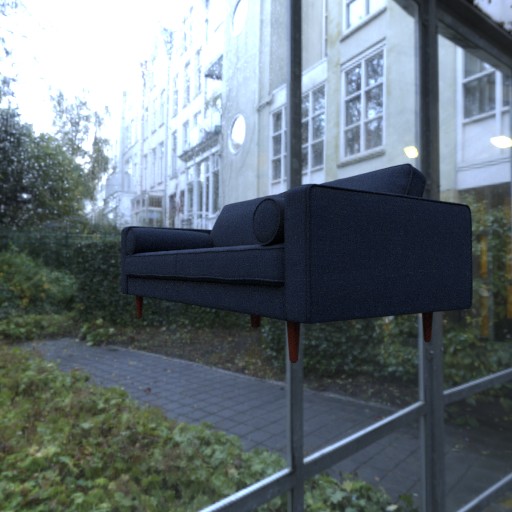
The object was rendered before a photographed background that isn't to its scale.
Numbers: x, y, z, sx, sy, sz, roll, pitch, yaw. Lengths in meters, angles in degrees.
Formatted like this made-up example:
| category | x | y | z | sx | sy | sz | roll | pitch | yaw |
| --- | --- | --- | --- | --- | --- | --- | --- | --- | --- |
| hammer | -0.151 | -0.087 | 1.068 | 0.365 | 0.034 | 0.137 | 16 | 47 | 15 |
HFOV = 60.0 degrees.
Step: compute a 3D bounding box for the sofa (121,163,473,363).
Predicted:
| category | x | y | z | sx | sy | sz | roll | pitch | yaw |
| --- | --- | --- | --- | --- | --- | --- | --- | --- | --- |
| sofa | 0.000 | 0.000 | 2.349 | 0.914 | 0.762 | 1.880 | 1 | -2 | -34 |
